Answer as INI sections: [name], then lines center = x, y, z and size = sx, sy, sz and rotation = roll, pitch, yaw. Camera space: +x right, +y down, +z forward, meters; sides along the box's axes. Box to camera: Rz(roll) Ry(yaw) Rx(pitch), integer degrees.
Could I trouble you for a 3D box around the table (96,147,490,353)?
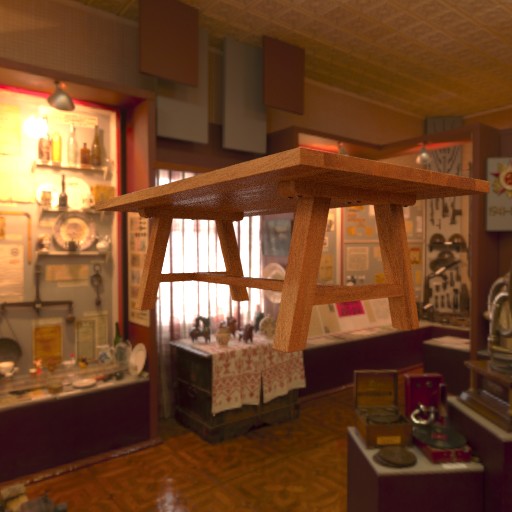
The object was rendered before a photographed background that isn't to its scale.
[table]
center = 0.000, 0.000, 1.631
size = 0.760, 0.455, 1.320
rotation = -1, 1, -36
